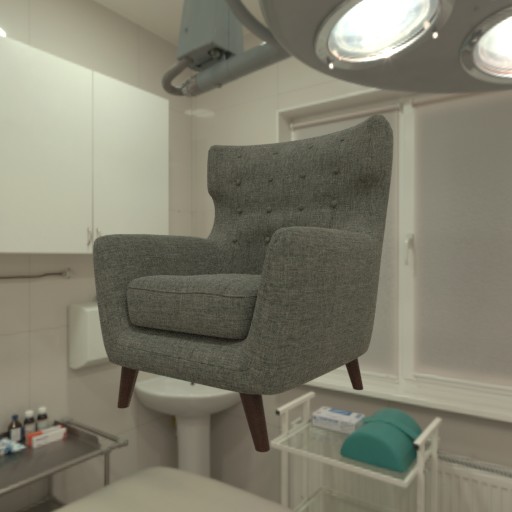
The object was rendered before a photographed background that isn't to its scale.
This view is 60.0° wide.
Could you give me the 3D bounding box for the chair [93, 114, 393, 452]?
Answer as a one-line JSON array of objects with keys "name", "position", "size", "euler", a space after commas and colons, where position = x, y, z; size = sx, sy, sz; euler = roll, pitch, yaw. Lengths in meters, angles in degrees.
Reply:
[{"name": "chair", "position": [0.000, 0.000, 1.712], "size": [0.878, 1.063, 0.904], "euler": [0, 0, 35]}]
